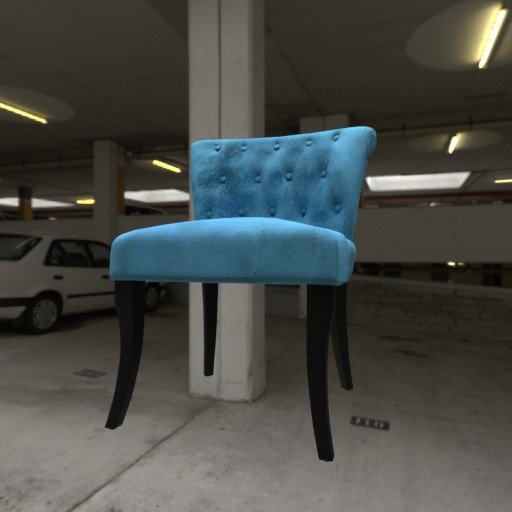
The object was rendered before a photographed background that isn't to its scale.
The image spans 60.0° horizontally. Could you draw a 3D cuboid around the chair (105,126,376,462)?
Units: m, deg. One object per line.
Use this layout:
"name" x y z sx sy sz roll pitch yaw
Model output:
"chair" 0.000 0.000 1.162 0.582 0.750 0.605 0 0 19
